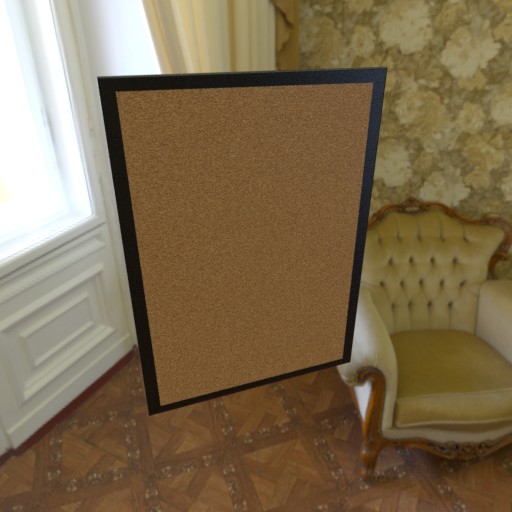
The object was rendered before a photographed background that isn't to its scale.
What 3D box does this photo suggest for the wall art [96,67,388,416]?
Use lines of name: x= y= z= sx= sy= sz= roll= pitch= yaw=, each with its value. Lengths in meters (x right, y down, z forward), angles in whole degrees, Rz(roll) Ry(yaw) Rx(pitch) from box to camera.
wall art: x=0.000 y=0.000 z=0.851 sx=0.480 sy=0.657 sz=0.016 roll=-10 pitch=29 yaw=-18
